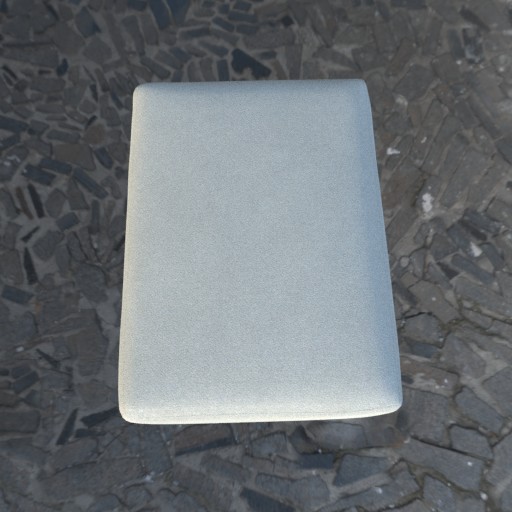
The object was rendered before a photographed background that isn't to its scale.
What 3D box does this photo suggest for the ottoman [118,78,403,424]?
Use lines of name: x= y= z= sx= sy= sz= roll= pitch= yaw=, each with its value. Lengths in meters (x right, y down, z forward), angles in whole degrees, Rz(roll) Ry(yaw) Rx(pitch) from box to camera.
ottoman: x=0.000 y=0.000 z=1.135 sx=0.569 sy=0.499 sz=0.773 roll=-2 pitch=74 yaw=0
